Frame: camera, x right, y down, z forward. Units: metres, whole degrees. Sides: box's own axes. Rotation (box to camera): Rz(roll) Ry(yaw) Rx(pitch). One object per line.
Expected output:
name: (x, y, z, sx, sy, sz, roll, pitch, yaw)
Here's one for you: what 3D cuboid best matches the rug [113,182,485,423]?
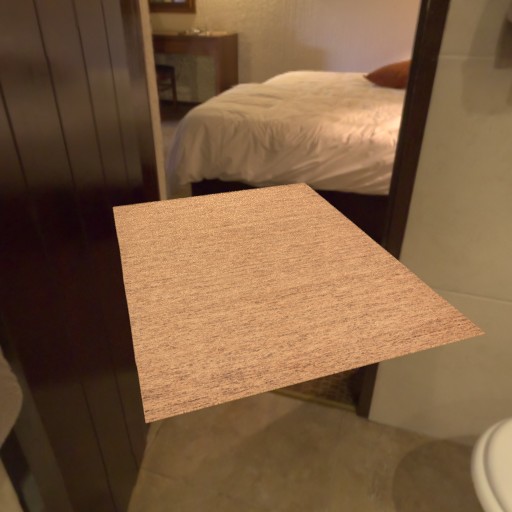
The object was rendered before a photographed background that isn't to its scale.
rug: (0.000, 0.000, 4.209, 2.448, 0.013, 3.205, -10, 32, -16)
